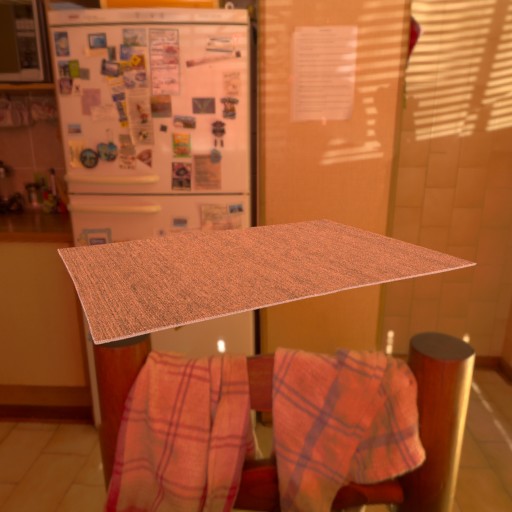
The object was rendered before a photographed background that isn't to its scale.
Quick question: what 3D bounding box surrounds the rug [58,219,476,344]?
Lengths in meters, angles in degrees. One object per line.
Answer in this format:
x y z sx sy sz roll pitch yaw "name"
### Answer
0.000 0.000 2.984 2.338 0.030 1.616 -8 18 -26 "rug"
